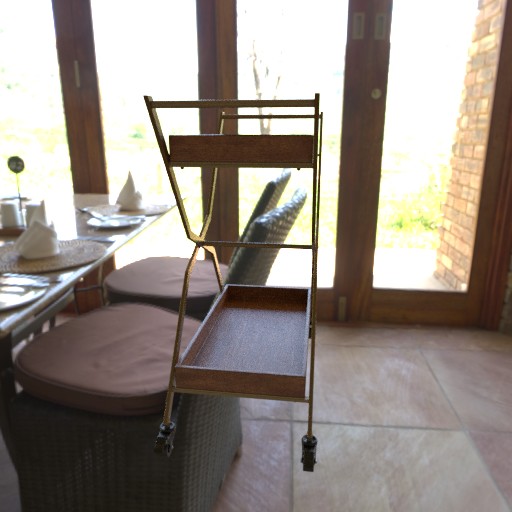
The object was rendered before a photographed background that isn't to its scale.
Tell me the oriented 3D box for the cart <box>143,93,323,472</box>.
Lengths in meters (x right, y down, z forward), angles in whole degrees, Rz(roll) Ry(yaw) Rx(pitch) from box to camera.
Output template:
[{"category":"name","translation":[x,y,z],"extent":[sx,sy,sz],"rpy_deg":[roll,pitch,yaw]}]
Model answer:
[{"category":"cart","translation":[0.000,0.000,1.349],"extent":[0.405,0.869,0.836],"rpy_deg":[2,16,8]}]
